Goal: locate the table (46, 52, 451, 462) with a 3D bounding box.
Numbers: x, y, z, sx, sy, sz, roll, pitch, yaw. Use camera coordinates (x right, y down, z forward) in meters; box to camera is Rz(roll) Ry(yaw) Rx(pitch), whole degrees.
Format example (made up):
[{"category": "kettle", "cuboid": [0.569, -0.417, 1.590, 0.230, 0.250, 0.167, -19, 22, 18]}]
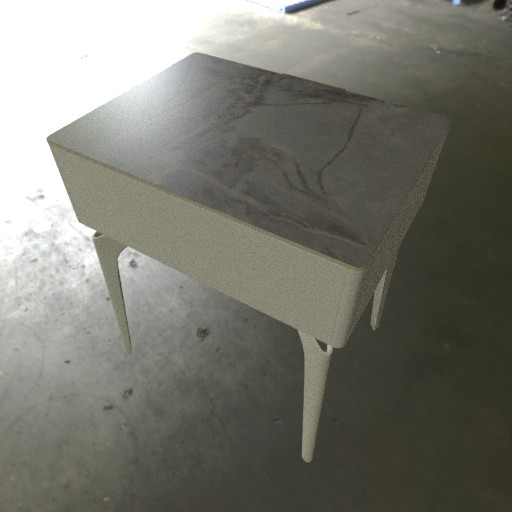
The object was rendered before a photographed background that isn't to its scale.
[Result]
[{"category": "table", "cuboid": [0.000, 0.000, 0.881, 0.500, 0.570, 0.400, 24, 51, 21]}]
